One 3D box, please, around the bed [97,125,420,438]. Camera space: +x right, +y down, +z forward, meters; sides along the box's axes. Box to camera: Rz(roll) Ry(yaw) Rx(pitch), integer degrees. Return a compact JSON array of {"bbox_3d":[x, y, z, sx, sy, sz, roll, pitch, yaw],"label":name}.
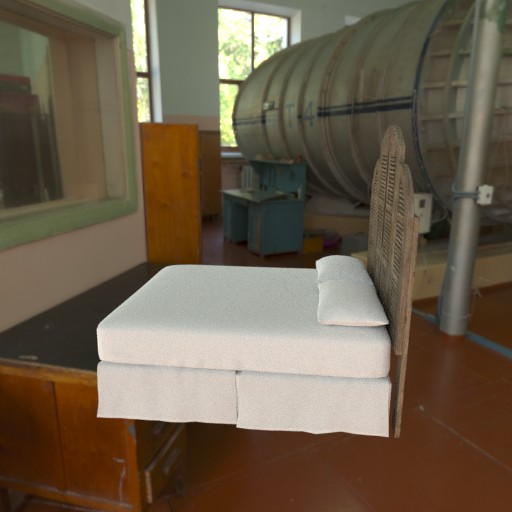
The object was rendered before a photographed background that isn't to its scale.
[{"bbox_3d":[0.000,0.000,3.579,2.138,2.019,1.713,2,15,7],"label":"bed"}]
